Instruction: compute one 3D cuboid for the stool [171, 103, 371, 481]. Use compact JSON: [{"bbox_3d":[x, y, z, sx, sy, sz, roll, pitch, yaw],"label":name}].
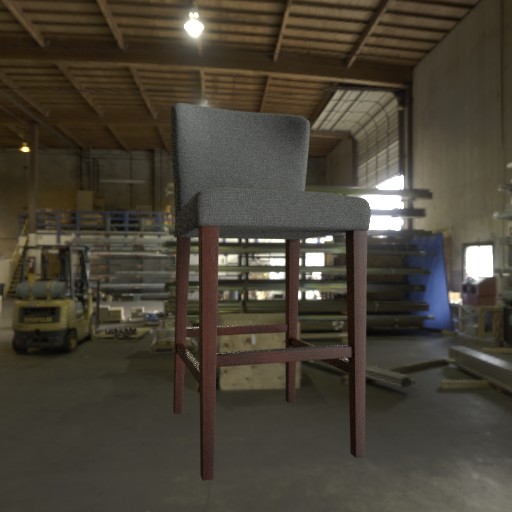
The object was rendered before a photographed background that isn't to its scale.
[{"bbox_3d":[0.000,0.000,1.360,0.486,1.069,0.568,0,-1,-18],"label":"stool"}]
